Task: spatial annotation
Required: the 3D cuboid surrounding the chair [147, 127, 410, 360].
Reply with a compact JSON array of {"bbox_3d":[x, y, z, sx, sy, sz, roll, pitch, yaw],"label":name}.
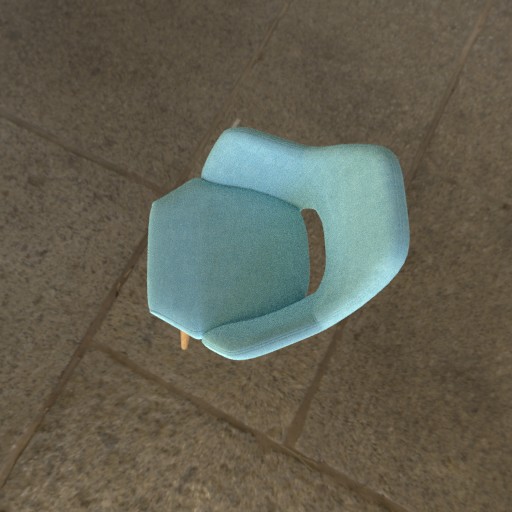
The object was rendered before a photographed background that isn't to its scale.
[{"bbox_3d":[0.000,0.000,1.285,0.610,0.840,0.590,-2,76,0],"label":"chair"}]
